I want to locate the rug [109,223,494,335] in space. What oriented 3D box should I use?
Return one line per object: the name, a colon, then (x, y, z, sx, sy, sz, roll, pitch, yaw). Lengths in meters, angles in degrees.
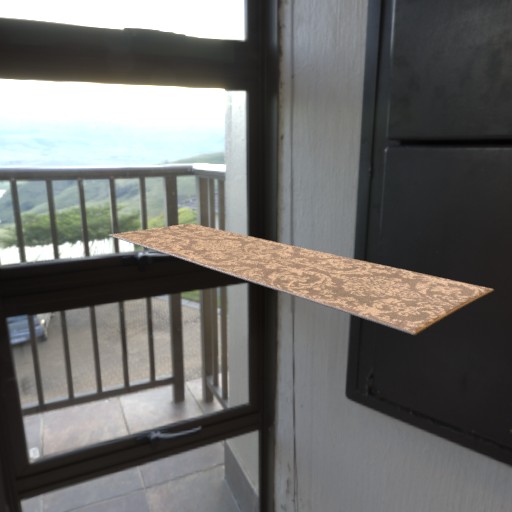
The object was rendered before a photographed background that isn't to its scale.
rug: (0.000, 0.000, 2.397, 0.662, 0.011, 2.196, -12, 19, -41)
